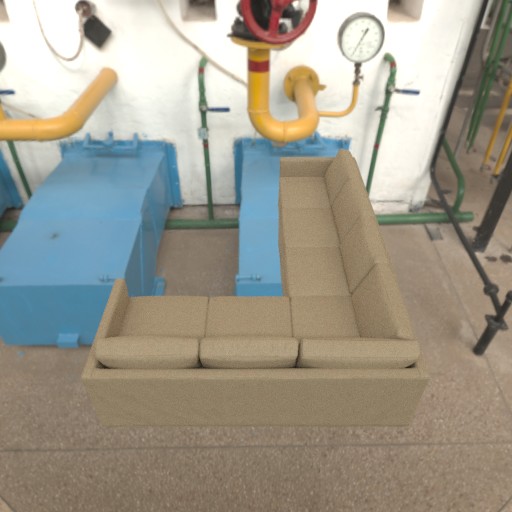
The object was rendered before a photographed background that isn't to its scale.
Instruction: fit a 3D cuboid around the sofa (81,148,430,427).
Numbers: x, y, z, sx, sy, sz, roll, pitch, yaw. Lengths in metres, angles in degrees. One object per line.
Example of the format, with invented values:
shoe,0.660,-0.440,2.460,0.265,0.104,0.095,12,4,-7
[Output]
sofa,0.000,0.000,4.402,2.432,0.871,3.182,0,41,0
